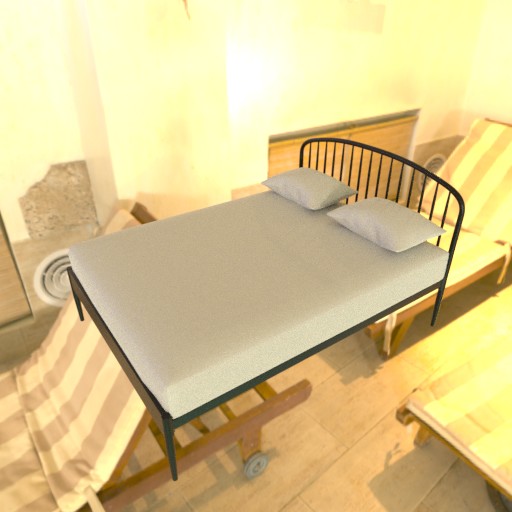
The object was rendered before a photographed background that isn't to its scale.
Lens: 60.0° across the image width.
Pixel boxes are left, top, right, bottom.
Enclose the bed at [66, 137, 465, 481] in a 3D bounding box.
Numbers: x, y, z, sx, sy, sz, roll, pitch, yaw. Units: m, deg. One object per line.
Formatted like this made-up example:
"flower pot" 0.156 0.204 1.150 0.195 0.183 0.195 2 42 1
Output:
"bed" 0.000 0.000 3.047 2.159 1.166 1.618 -20 36 -30
